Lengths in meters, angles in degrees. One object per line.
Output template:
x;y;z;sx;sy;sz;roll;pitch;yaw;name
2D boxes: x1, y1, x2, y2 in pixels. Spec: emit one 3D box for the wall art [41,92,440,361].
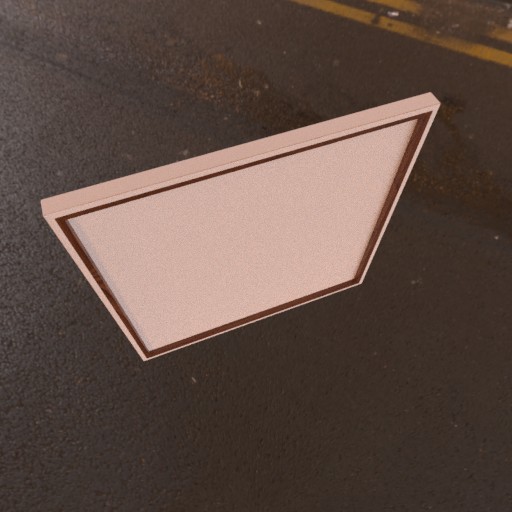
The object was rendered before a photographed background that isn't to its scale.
0.000;0.000;1.498;1.009;1.009;0.049;-18;61;-11;wall art
